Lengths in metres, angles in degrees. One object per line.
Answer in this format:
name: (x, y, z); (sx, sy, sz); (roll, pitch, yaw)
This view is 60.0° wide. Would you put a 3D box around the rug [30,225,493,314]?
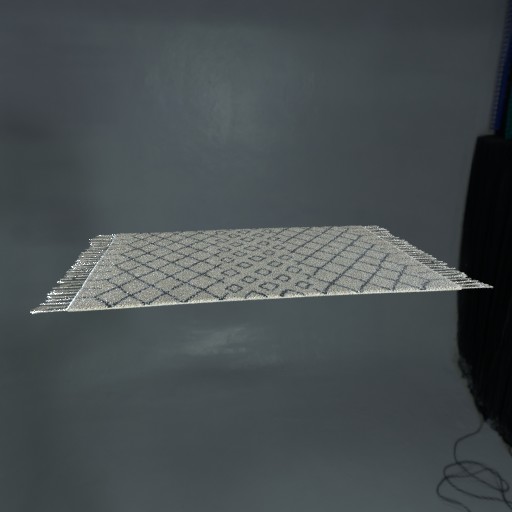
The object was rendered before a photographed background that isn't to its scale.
rug: (0.000, 0.000, 3.232); (2.615, 0.029, 1.664); (-2, 17, -8)
